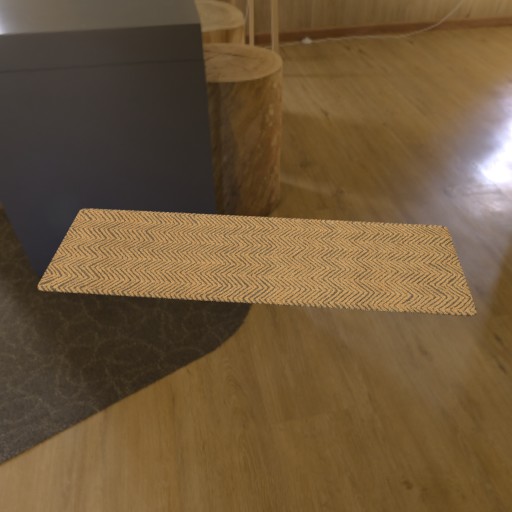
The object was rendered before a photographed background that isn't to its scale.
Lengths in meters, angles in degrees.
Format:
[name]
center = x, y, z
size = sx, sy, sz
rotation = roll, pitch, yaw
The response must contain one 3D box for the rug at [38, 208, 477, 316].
[rug]
center = 0.000, 0.000, 2.524
size = 2.286, 0.008, 0.686
rotation = 3, 45, 3
